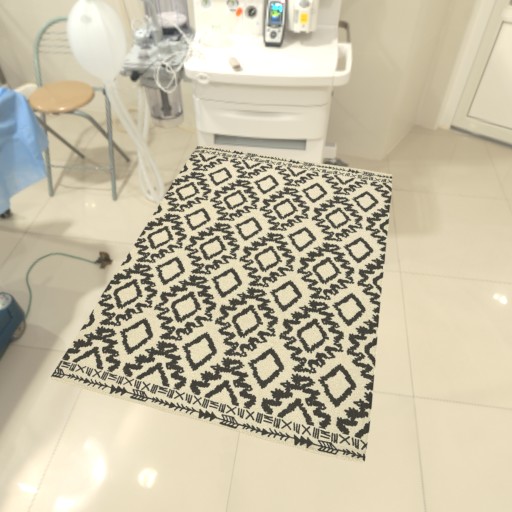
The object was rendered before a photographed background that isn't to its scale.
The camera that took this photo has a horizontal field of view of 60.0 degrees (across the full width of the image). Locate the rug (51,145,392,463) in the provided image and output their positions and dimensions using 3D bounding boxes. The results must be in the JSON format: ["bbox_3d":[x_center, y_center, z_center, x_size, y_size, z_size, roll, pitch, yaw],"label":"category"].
[{"bbox_3d":[0.000,0.000,4.317,2.444,0.036,3.369,11,48,10],"label":"rug"}]
